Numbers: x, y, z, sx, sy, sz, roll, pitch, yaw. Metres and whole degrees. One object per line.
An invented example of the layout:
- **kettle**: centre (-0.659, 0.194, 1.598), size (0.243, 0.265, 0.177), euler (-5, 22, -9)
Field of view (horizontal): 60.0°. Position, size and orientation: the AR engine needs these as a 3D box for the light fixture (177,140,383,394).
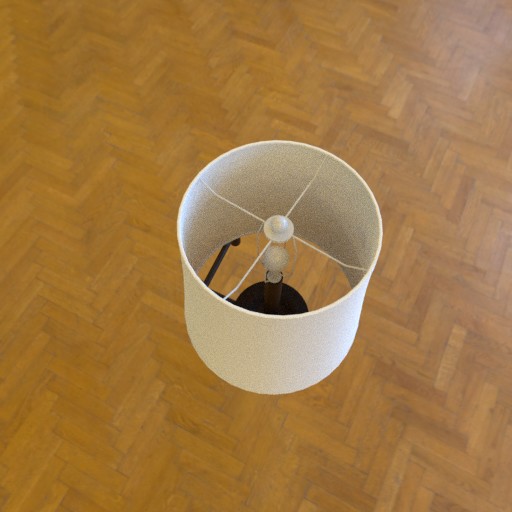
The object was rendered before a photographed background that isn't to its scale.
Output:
- **light fixture**: centre (0.000, 0.000, 0.260), size (0.100, 0.172, 0.157), euler (-17, 65, -8)
